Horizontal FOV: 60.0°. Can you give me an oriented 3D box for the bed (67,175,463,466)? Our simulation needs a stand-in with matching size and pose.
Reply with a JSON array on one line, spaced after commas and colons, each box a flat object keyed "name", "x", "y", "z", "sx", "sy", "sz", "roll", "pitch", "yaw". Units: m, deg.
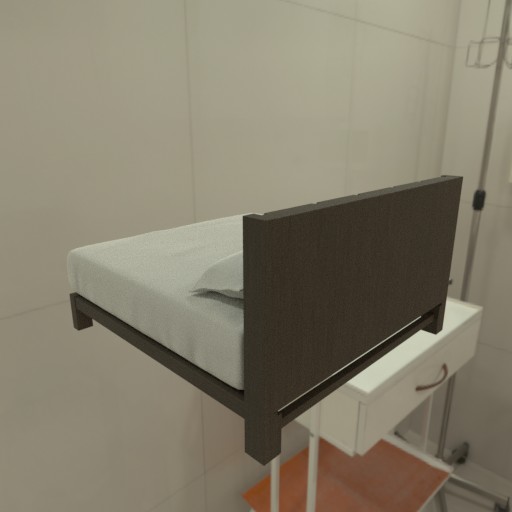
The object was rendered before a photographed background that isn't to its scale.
[{"name": "bed", "x": 0.000, "y": 0.000, "z": 3.518, "sx": 2.238, "sy": 1.261, "sz": 2.143, "roll": 16, "pitch": 23, "yaw": 42}]
